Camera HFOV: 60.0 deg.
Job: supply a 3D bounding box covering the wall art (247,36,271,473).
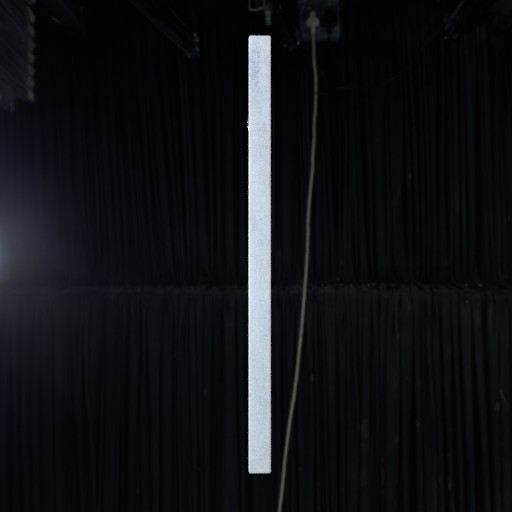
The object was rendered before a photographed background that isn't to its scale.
[{"bbox_3d":[0.000,0.000,1.151,0.041,0.762,0.762,0,-1,-1],"label":"wall art"}]
